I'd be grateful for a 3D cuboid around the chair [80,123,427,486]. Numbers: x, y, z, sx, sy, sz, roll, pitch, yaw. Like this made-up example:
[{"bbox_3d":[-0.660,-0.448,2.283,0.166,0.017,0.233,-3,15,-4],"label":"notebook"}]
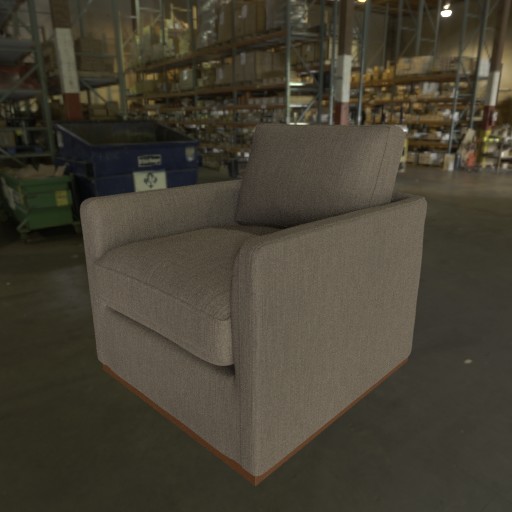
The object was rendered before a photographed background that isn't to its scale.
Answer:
[{"bbox_3d":[0.000,0.000,1.428,0.763,0.811,0.834,16,23,41],"label":"chair"}]
